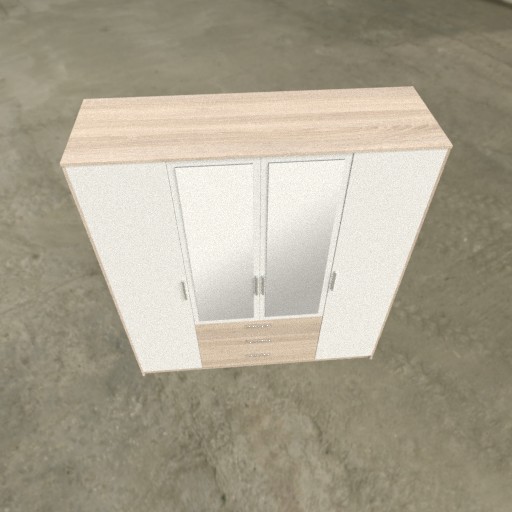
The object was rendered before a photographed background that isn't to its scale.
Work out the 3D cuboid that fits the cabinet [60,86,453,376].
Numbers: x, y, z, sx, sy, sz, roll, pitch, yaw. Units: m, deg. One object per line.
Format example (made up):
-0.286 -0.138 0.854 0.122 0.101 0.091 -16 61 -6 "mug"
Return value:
0.000 0.000 3.058 1.870 2.060 0.620 -3 47 -3 "cabinet"
